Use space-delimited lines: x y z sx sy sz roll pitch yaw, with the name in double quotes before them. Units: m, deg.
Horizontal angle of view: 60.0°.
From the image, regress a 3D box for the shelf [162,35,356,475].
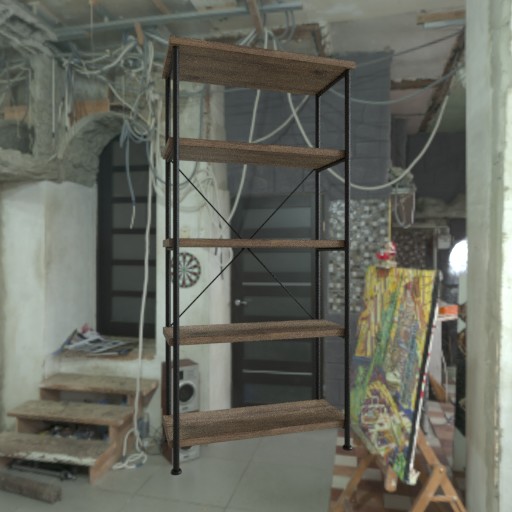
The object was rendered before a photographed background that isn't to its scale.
"shelf" 0.000 0.000 1.995 0.800 1.700 0.360 0 0 -17
